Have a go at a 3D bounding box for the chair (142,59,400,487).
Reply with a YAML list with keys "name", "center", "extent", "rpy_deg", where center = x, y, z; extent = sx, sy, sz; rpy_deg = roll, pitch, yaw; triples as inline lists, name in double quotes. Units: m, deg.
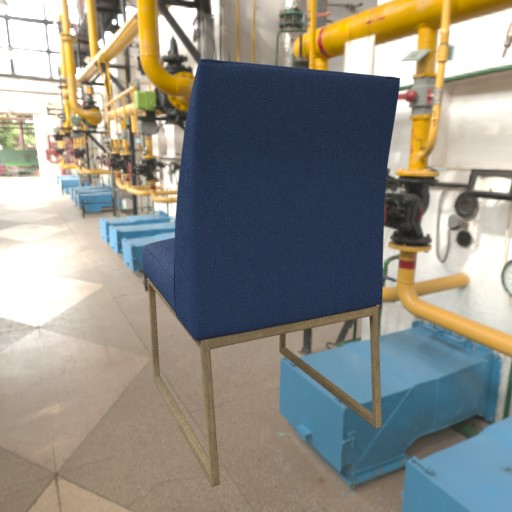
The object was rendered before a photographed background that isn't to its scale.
- name: "chair"
  center: [0.000, 0.000, 1.185]
  extent: [0.508, 0.863, 0.522]
  rpy_deg: [-7, 15, -26]
